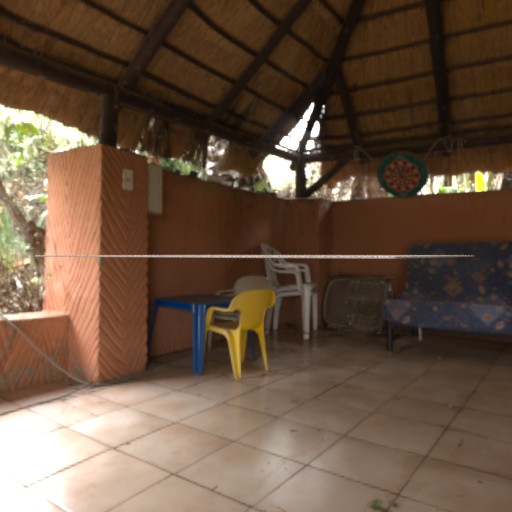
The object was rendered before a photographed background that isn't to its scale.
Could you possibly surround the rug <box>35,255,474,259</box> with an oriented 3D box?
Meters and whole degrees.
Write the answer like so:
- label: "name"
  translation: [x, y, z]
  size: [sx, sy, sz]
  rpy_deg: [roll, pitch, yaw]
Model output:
- label: "rug"
  translation: [0.000, 0.000, 2.767]
  size: [2.238, 0.008, 1.593]
  rpy_deg: [0, 0, 35]
